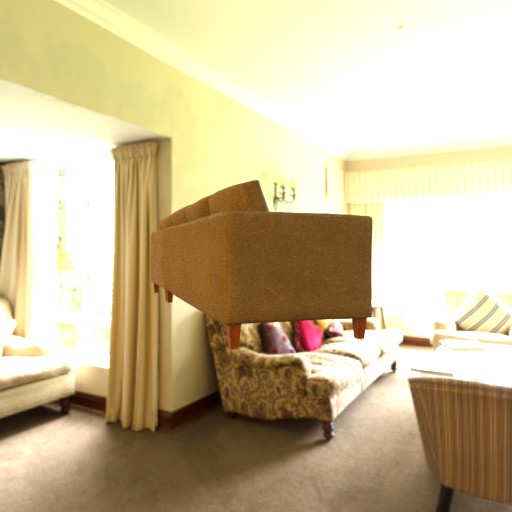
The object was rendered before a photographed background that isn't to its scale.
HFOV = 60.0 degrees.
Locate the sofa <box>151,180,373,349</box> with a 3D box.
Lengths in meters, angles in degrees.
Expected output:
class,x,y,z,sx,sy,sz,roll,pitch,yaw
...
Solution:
class,x,y,z,sx,sy,sz,roll,pitch,yaw
sofa,0.000,0.000,4.214,1.604,0.950,3.471,0,1,-20
